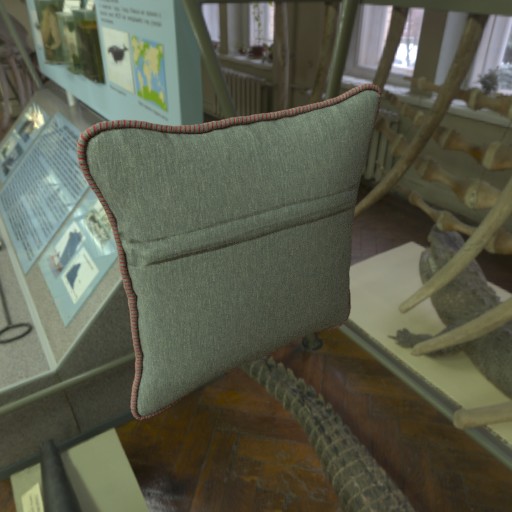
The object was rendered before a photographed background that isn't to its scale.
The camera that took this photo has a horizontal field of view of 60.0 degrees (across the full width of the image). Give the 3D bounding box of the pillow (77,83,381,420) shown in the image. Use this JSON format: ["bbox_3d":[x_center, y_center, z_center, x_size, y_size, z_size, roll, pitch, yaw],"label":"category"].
[{"bbox_3d":[0.000,0.000,0.721,0.482,0.491,0.124,-19,36,-28],"label":"pillow"}]
